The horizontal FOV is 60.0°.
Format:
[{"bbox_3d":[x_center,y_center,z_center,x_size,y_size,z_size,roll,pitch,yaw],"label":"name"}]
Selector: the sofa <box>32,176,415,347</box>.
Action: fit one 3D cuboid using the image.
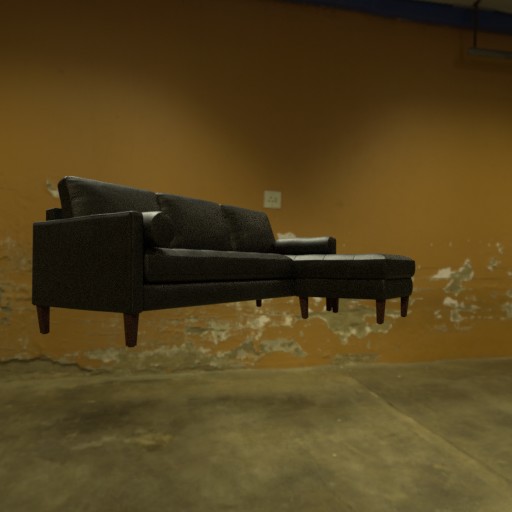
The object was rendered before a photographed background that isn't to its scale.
[{"bbox_3d":[0.000,0.000,2.887,1.497,0.876,2.178,-1,-2,35],"label":"sofa"}]
